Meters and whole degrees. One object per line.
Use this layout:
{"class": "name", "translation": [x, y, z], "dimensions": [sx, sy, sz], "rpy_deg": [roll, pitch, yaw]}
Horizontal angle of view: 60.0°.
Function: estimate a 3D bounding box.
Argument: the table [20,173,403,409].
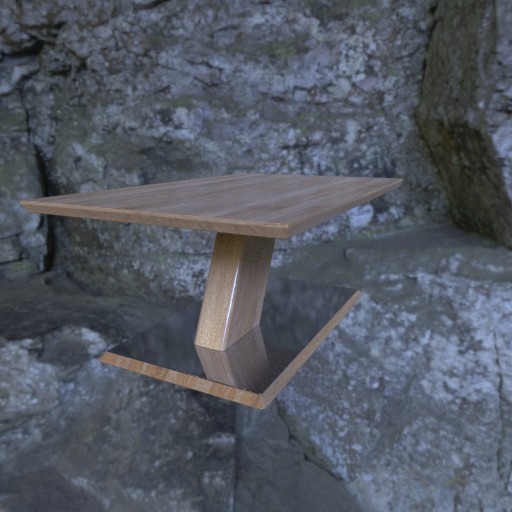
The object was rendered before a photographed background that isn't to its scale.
{"class": "table", "translation": [0.000, 0.000, 1.425], "dimensions": [0.692, 0.441, 1.100], "rpy_deg": [7, 16, 26]}
